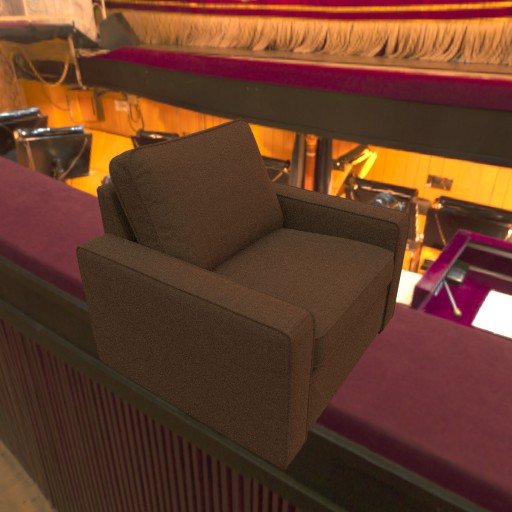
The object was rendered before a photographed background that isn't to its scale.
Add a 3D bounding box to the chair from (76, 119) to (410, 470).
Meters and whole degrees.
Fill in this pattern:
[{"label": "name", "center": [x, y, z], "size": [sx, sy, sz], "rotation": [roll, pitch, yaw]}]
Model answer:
[{"label": "chair", "center": [0.000, 0.000, 1.785], "size": [0.940, 0.919, 1.017], "rotation": [18, 34, 30]}]
